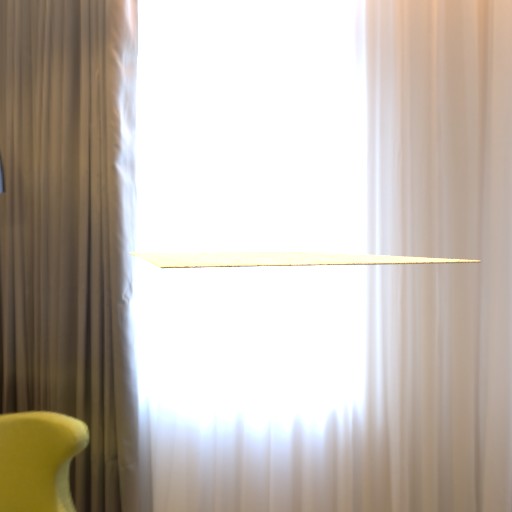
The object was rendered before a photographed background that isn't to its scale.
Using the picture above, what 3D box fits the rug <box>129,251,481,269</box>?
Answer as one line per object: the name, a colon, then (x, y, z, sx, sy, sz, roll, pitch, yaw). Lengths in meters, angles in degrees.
rug: (0.000, 0.000, 2.360, 1.211, 0.007, 1.827, -1, 2, -19)
